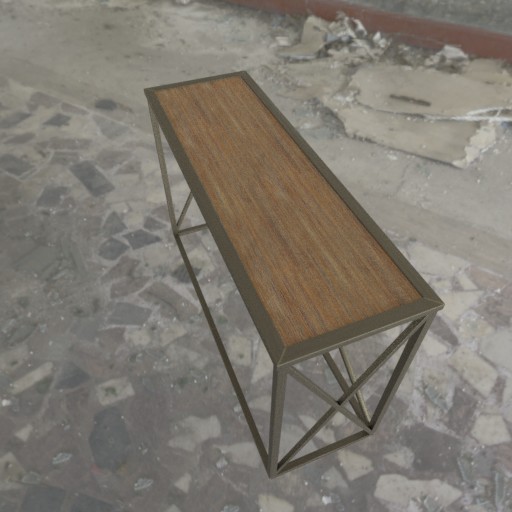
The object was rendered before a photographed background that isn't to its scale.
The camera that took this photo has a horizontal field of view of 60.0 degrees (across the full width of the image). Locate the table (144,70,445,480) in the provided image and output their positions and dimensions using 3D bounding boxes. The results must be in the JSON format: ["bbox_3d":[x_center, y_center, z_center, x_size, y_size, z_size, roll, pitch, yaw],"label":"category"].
[{"bbox_3d":[0.000,0.000,1.573,0.402,0.753,1.216,-17,50,-15],"label":"table"}]
